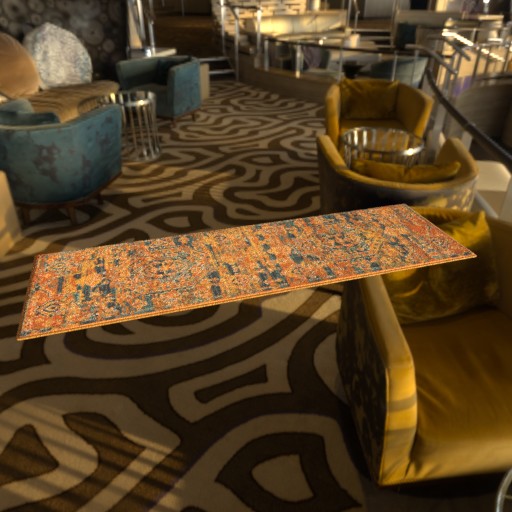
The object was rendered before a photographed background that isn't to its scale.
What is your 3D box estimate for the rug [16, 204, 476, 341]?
[{"bbox_3d":[0.000,0.000,1.906,1.820,0.013,0.556,-9,33,-14],"label":"rug"}]
